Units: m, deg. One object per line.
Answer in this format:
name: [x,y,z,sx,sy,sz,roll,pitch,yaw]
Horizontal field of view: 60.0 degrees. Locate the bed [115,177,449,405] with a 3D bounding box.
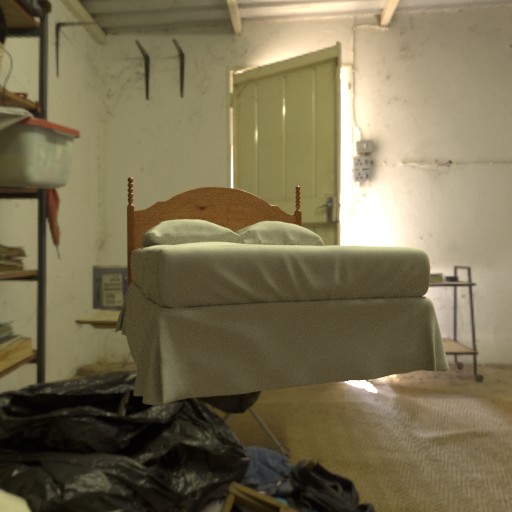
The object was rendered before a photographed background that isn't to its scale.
bed: [0.000,0.000,3.198,1.873,1.356,2.040,0,1,-20]
